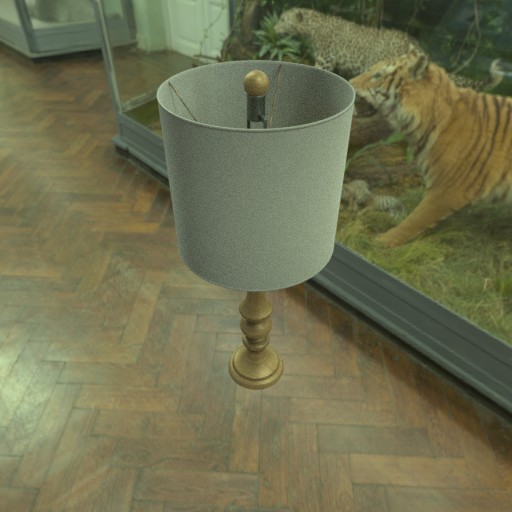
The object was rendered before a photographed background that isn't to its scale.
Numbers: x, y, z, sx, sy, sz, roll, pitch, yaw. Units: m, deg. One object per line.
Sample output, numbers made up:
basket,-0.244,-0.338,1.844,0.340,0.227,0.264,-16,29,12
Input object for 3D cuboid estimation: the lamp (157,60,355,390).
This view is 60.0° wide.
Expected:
lamp,0.000,0.000,0.741,0.250,0.597,0.250,11,41,13
